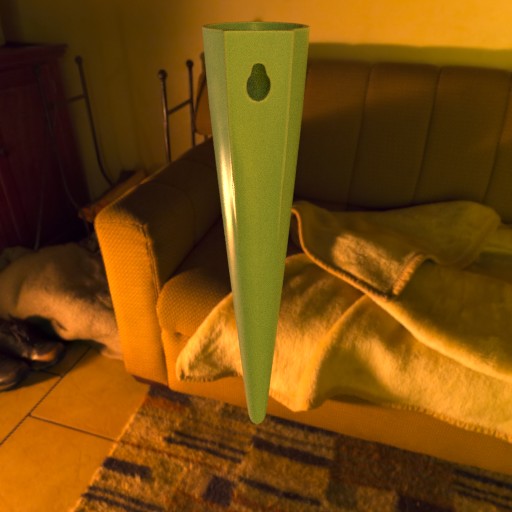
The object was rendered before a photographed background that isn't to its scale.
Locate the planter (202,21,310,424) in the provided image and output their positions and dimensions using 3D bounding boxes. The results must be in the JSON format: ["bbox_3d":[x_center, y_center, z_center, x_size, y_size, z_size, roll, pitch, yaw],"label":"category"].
[{"bbox_3d":[0.000,0.000,0.289,0.054,0.268,0.055,-1,31,-2],"label":"planter"}]
